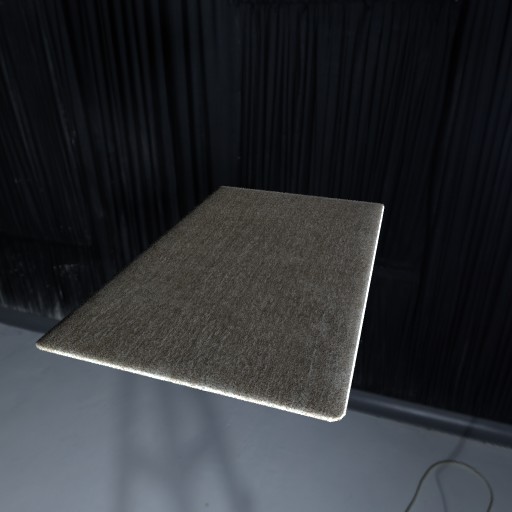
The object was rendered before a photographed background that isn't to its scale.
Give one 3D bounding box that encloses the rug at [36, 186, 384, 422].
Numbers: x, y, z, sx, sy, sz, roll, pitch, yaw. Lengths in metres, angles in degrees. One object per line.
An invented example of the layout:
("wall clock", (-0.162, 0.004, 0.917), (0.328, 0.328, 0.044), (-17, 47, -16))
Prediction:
("rug", (0.000, 0.000, 3.020), (1.539, 0.024, 2.469), (9, 30, 16))
